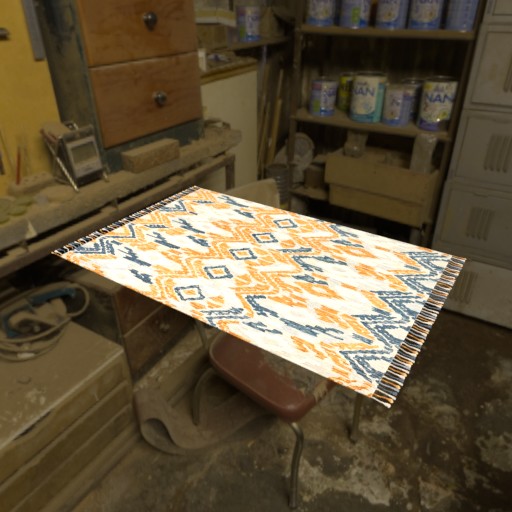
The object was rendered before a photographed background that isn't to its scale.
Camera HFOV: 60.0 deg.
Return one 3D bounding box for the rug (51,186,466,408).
[{"bbox_3d":[0.000,0.000,3.048,2.428,0.010,1.533,19,35,29],"label":"rug"}]
